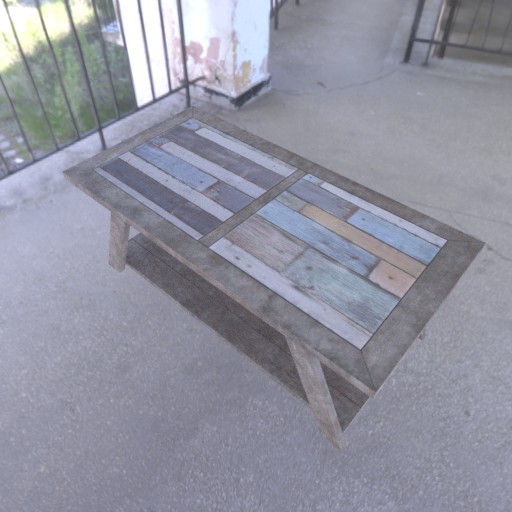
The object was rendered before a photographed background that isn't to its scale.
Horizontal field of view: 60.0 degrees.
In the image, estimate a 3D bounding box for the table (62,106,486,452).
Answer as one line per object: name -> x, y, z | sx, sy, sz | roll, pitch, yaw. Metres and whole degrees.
table -> 0.000, 0.000, 1.558 | 1.219, 0.470, 0.610 | 32, 54, 27
